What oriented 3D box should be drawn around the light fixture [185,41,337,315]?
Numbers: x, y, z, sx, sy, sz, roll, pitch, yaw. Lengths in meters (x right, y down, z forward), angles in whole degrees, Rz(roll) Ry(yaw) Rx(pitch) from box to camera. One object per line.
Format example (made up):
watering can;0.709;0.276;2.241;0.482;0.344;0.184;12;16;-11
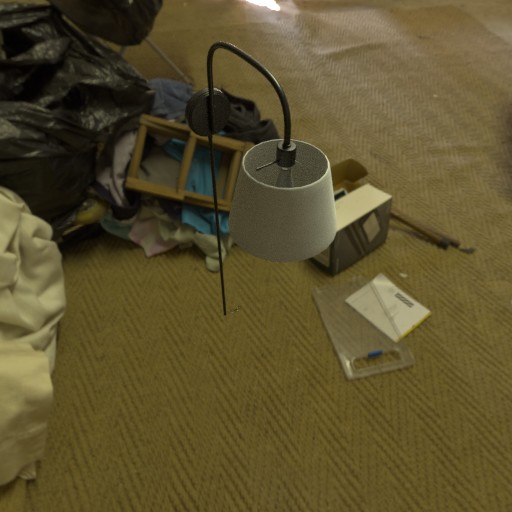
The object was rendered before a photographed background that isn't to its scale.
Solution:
light fixture;0.000;0.000;0.457;0.092;0.399;0.176;-24;51;-22
